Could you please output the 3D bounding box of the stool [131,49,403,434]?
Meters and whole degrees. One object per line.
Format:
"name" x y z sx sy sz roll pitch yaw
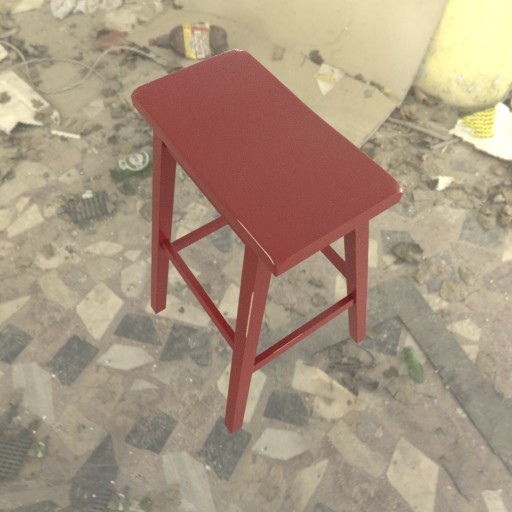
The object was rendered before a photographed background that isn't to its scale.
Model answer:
"stool" 0.000 0.000 1.035 0.476 0.737 0.457 -30 62 -18
